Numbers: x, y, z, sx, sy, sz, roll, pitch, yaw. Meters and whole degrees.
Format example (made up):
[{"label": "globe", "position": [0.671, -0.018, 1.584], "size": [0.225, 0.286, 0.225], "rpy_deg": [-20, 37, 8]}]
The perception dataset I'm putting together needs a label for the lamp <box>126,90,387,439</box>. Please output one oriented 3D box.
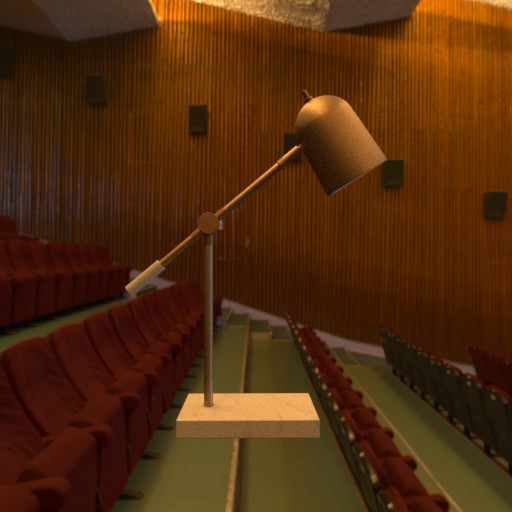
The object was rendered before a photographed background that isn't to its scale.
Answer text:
[{"label": "lamp", "position": [0.000, 0.000, 0.805], "size": [0.471, 0.603, 0.144], "rpy_deg": [0, 0, -1]}]
